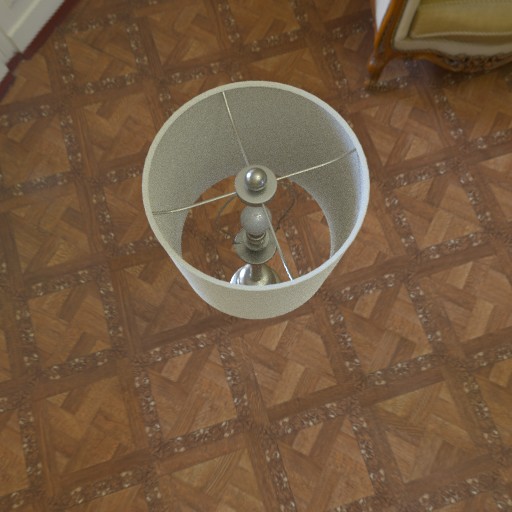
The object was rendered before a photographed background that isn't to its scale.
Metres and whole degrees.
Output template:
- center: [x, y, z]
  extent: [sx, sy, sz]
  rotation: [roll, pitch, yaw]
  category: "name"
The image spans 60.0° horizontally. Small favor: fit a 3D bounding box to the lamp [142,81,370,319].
- center: [0.000, 0.000, 0.814]
  extent: [0.254, 0.690, 0.254]
  rotation: [-18, 76, -5]
  category: "lamp"
